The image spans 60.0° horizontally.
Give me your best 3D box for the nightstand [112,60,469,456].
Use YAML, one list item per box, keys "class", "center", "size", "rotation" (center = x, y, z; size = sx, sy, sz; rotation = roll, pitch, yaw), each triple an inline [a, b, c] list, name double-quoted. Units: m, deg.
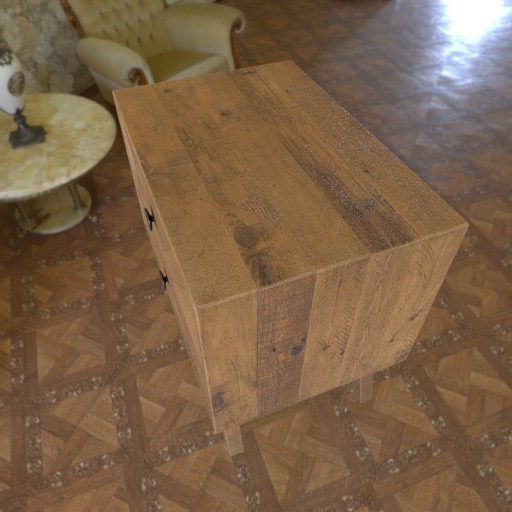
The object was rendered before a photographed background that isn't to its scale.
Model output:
- class: "nightstand"
  center: [0.000, 0.000, 1.047]
  size: [0.450, 0.599, 0.650]
  rotation: [-16, 48, -15]
